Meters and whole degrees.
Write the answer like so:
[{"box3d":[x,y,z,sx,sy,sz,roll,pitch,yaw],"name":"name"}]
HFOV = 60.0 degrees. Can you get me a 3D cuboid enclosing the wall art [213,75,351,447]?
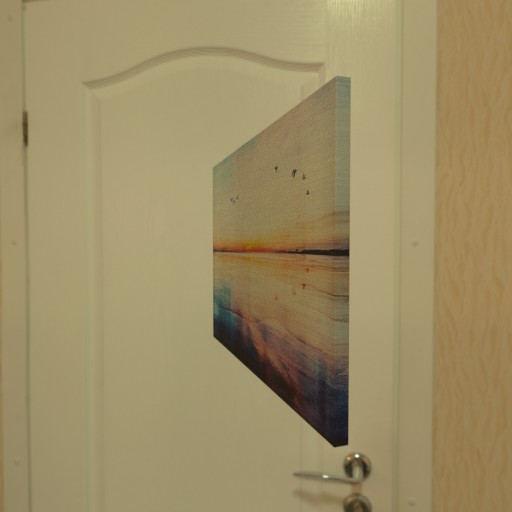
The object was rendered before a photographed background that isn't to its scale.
[{"box3d":[0.000,0.000,0.767,0.018,0.402,0.604,-1,2,-18],"name":"wall art"}]
